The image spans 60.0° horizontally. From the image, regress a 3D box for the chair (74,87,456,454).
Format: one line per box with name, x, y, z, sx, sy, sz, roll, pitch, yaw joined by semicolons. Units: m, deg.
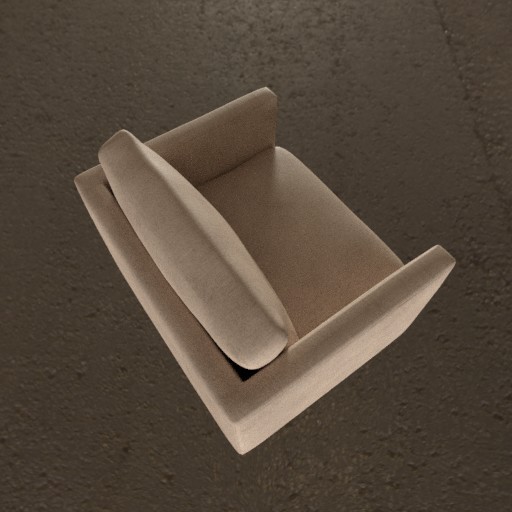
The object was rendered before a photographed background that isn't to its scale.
chair;0.000;0.000;1.827;0.959;0.961;1.133;-31;64;-17
